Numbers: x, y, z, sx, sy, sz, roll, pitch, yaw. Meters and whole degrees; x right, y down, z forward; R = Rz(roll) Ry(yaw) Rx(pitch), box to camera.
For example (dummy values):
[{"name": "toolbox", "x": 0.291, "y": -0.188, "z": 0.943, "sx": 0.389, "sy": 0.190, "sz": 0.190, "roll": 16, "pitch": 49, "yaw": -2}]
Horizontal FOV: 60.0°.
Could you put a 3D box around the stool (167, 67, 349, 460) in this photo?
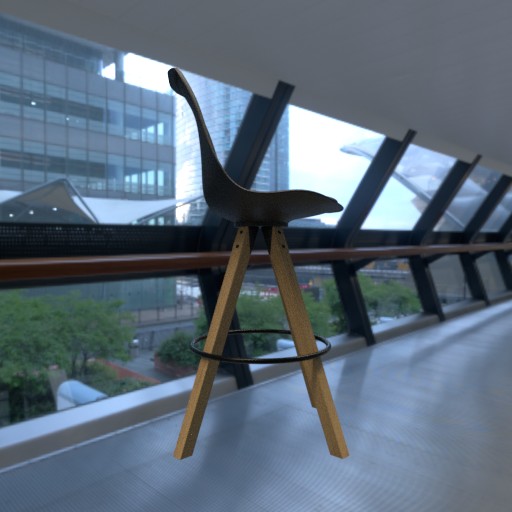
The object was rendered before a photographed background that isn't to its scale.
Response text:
[{"name": "stool", "x": 0.000, "y": 0.000, "z": 1.422, "sx": 0.550, "sy": 1.115, "sz": 0.485, "roll": 0, "pitch": 1, "yaw": -1}]
